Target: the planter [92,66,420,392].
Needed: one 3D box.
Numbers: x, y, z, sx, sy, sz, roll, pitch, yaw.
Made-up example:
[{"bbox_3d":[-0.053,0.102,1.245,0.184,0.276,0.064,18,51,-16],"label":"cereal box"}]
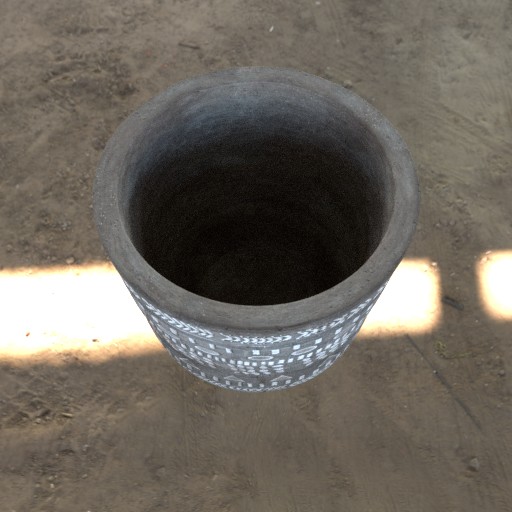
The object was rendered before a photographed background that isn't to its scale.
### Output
[{"bbox_3d":[0.000,0.000,0.220,0.122,0.128,0.122,0,62,0],"label":"planter"}]
